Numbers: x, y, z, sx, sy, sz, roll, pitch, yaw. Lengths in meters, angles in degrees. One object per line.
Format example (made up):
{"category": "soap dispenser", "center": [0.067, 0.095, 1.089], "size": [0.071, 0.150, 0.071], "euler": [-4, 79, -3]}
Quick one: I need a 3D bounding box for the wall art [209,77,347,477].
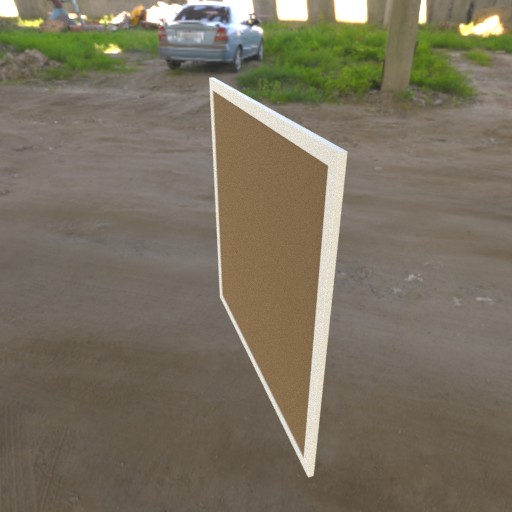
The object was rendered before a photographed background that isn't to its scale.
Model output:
{"category": "wall art", "center": [0.000, 0.000, 1.221], "size": [0.015, 0.812, 0.812], "euler": [-10, 31, -17]}
